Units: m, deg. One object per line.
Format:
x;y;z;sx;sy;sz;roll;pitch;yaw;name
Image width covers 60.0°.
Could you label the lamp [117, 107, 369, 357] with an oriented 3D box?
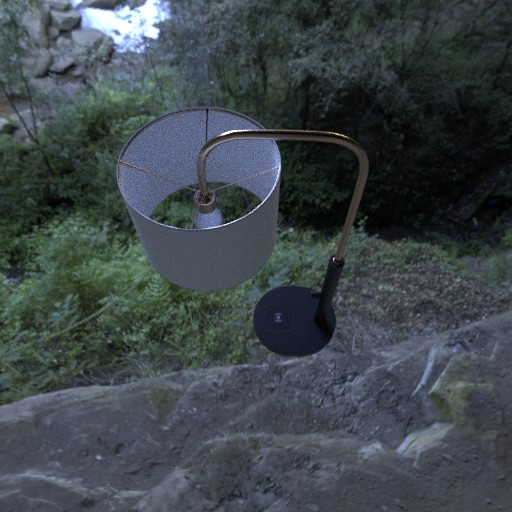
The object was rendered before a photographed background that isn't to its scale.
0.000;0.000;0.724;0.337;0.540;0.199;2;59;1;lamp
